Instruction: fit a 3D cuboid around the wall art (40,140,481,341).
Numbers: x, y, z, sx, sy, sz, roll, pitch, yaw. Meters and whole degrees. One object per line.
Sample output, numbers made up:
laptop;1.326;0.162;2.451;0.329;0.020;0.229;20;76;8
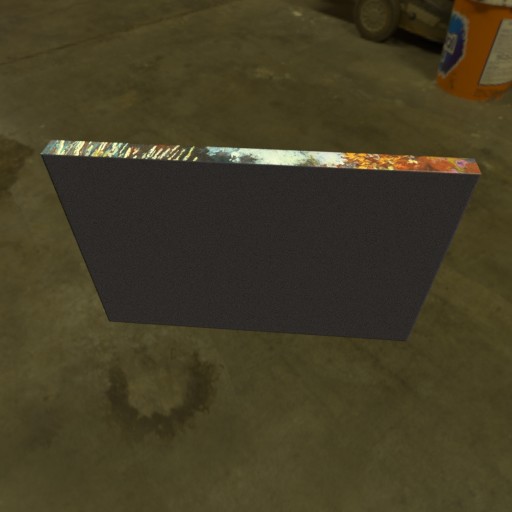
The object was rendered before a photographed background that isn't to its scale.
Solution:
wall art;0.000;0.000;0.770;0.610;0.406;0.037;3;46;3
